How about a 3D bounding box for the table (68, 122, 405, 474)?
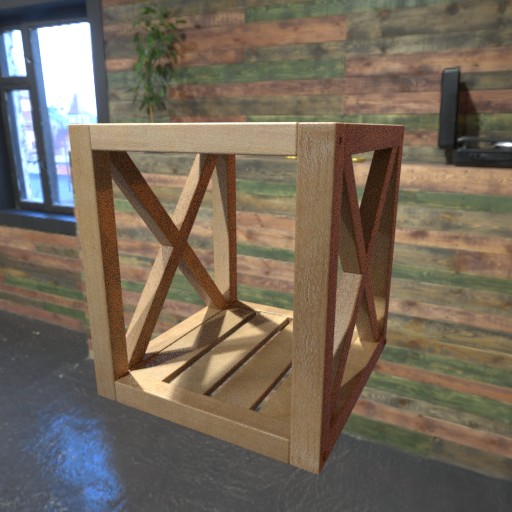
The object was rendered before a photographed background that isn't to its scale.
[{"bbox_3d":[0.000,0.000,1.071,0.558,0.610,0.559,8,18,26],"label":"table"}]
